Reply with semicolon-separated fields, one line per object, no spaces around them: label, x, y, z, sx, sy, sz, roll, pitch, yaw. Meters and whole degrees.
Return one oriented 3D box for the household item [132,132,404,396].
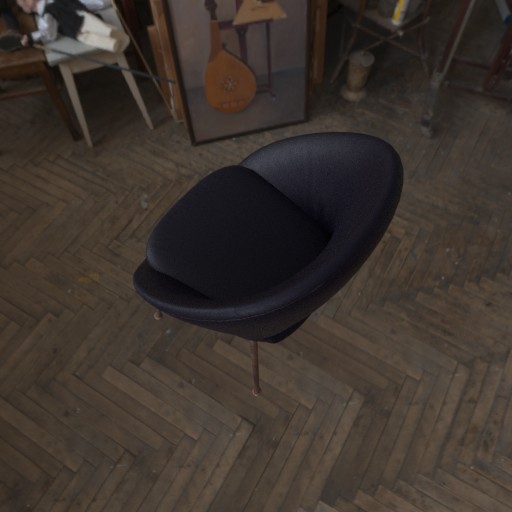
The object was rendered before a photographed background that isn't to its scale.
household item;0.000;0.000;1.248;0.573;0.852;0.623;34;67;16
